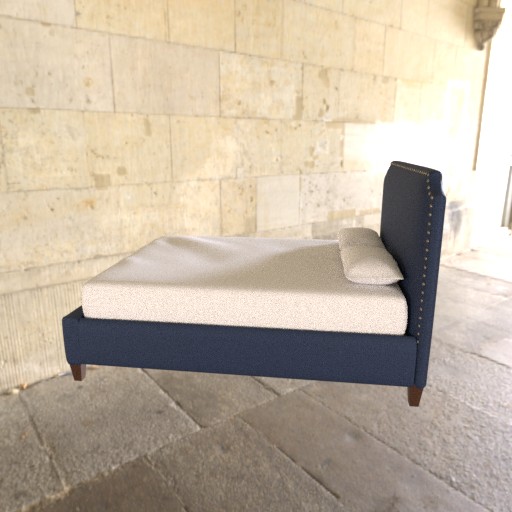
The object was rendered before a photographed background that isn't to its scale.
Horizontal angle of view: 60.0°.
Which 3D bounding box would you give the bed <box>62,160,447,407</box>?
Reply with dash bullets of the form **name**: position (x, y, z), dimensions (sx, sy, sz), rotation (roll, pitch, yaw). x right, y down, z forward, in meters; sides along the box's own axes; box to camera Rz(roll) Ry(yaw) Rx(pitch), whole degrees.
- **bed**: position (0.000, 0.000, 3.500), dimensions (2.372, 1.443, 1.712), rotation (2, 15, 8)
